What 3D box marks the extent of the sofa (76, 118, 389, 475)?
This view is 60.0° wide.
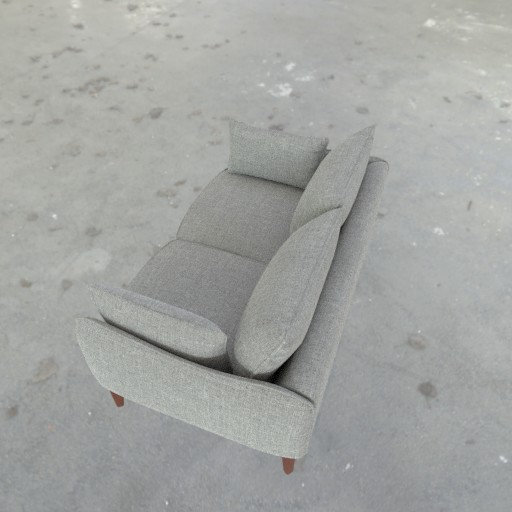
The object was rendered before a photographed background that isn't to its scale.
[{"bbox_3d":[0.000,0.000,2.127,0.972,0.851,1.580,15,47,15],"label":"sofa"}]
